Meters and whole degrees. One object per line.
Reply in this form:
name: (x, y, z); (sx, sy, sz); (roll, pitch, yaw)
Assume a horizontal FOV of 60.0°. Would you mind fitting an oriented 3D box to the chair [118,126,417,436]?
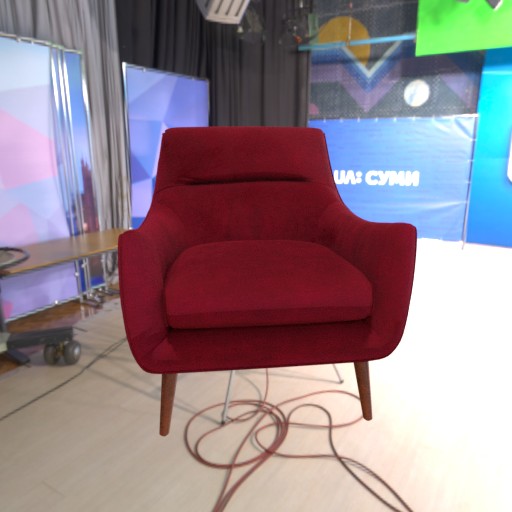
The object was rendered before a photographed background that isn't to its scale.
chair: (0.000, 0.000, 1.475); (0.762, 0.838, 0.787); (-2, 15, -7)
